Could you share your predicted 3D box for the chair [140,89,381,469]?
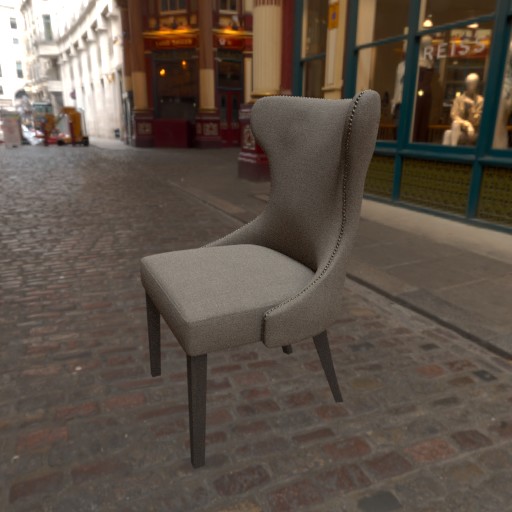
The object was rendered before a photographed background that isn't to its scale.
[{"bbox_3d":[0.000,0.000,1.386,0.635,0.967,0.628,-8,20,-24],"label":"chair"}]
